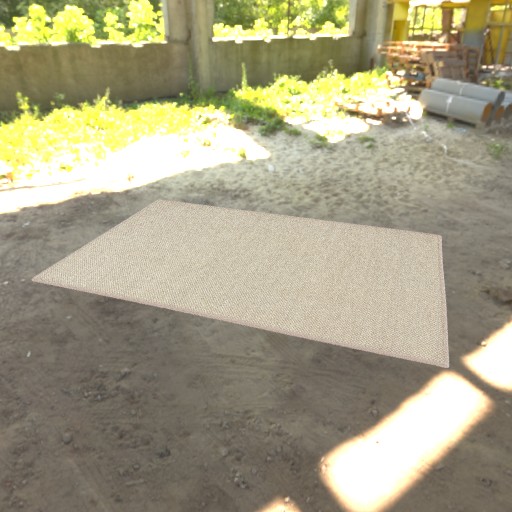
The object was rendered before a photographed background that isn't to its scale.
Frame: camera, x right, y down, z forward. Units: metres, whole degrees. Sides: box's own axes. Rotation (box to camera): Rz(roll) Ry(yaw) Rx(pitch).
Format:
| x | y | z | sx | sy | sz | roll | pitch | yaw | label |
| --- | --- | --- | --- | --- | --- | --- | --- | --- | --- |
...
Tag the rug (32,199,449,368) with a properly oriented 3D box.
| x | y | z | sx | sy | sz | roll | pitch | yaw | label |
| --- | --- | --- | --- | --- | --- | --- | --- | --- | --- |
| 0.000 | 0.000 | 2.101 | 1.676 | 0.013 | 1.067 | 9 | 28 | 17 | rug |
